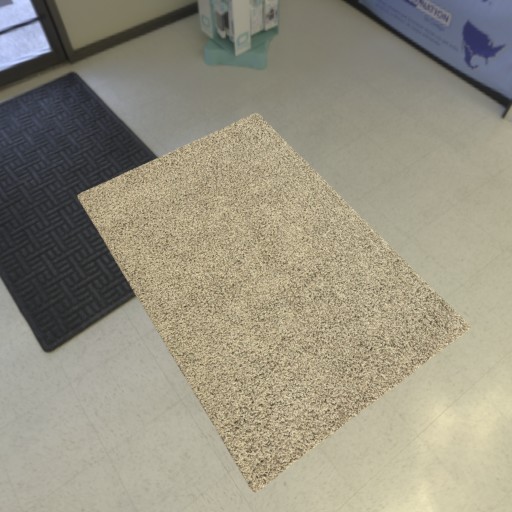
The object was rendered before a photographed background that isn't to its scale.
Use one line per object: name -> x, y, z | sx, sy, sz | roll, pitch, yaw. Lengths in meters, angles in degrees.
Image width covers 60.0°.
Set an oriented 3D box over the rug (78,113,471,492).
rug -> 0.000, 0.000, 2.270 | 1.219, 0.030, 1.778 | -30, 63, -17
